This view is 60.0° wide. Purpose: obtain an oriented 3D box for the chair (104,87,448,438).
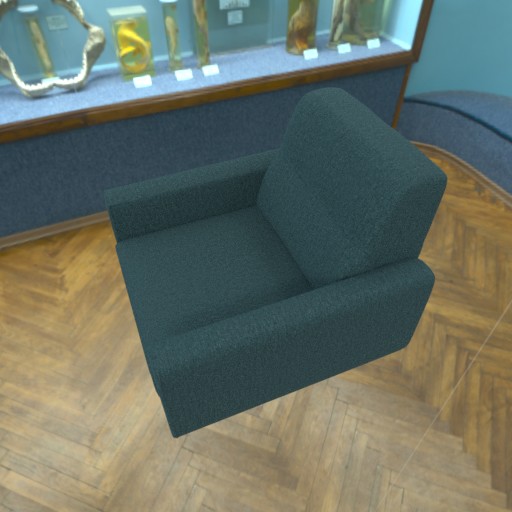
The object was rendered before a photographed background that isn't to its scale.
[{"bbox_3d":[0.000,0.000,1.665,0.964,0.940,0.880,-16,48,-16],"label":"chair"}]
